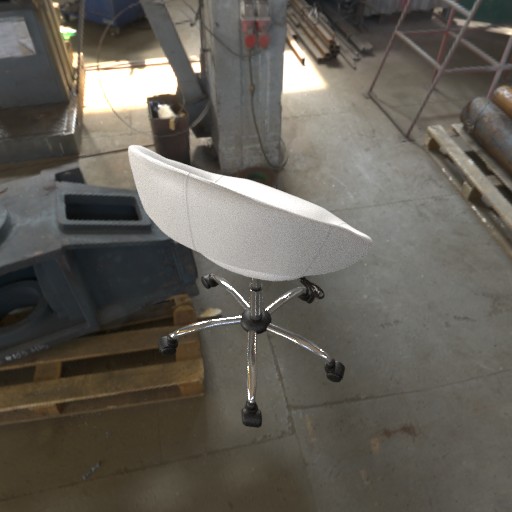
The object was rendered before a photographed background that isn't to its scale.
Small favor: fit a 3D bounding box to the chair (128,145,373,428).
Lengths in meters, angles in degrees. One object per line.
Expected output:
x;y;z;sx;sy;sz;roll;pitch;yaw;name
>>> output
0.000;0.000;1.189;0.612;0.791;0.538;24;50;22;chair
